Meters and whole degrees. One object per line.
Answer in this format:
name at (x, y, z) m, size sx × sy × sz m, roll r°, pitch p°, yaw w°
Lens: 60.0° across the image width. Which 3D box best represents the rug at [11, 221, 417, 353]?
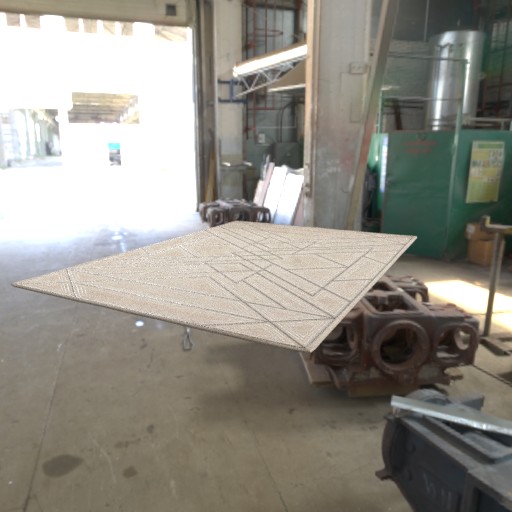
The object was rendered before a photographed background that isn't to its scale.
rug at (0.000, 0.000, 4.238) m, size 2.436 × 0.026 × 3.381 m, roll 7°, pitch 16°, yaw 27°
